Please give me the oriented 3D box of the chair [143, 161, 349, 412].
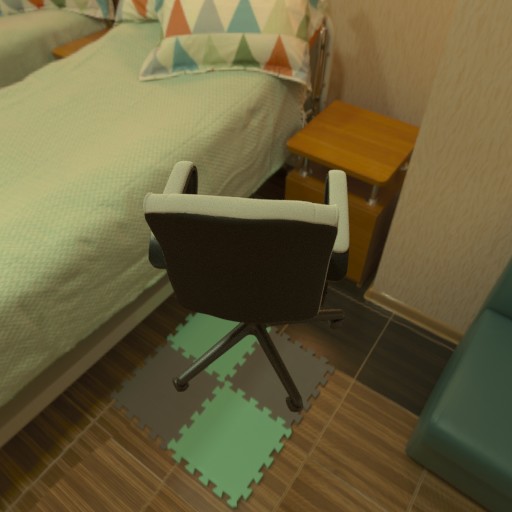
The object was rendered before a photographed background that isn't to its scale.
[{"bbox_3d":[0.000,0.000,1.522,0.739,1.004,0.717,5,47,4],"label":"chair"}]
